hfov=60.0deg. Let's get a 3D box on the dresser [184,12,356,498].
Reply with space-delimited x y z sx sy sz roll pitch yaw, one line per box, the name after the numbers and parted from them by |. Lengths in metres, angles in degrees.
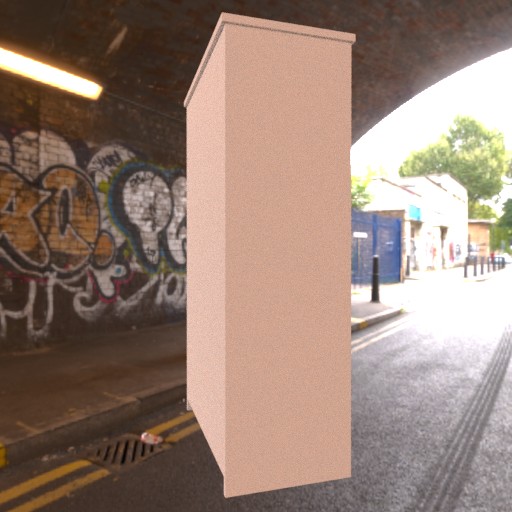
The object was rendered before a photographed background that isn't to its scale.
0.000 0.000 1.535 0.399 1.255 0.704 0 0 -17 | dresser
